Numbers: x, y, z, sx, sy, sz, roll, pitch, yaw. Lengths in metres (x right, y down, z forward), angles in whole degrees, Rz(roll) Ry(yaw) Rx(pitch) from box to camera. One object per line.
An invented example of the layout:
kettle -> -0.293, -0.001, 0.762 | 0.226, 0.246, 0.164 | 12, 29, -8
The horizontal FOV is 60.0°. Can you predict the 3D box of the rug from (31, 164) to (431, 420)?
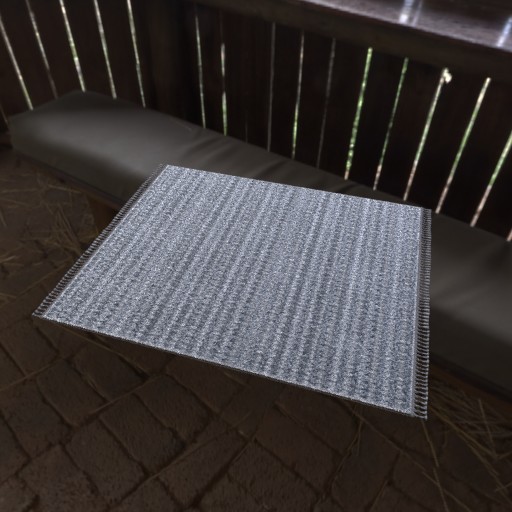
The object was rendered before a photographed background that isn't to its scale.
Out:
rug -> 0.000, 0.000, 3.854 | 2.910, 0.013, 2.256 | 12, 45, 12
